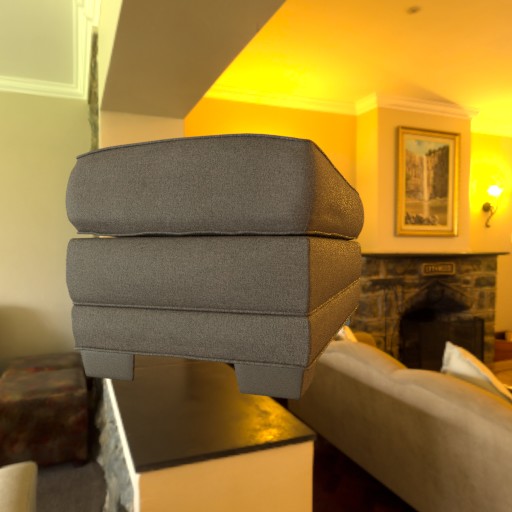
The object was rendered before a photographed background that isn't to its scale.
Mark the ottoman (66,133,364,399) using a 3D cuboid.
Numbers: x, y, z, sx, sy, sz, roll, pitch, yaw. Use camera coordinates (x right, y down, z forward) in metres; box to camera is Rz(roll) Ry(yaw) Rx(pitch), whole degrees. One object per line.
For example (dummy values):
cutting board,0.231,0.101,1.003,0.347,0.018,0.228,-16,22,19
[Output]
ottoman,0.000,0.000,1.150,0.490,0.448,0.864,0,1,18
